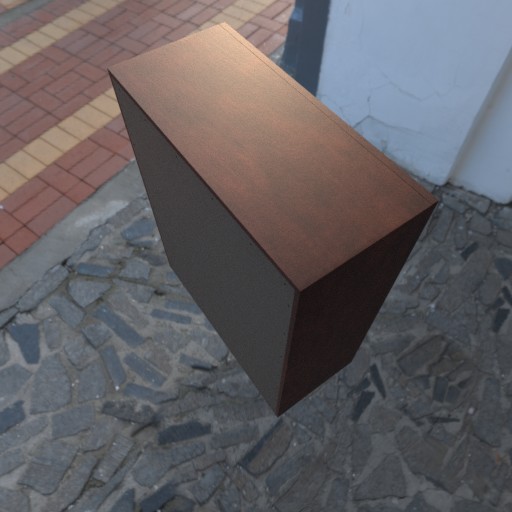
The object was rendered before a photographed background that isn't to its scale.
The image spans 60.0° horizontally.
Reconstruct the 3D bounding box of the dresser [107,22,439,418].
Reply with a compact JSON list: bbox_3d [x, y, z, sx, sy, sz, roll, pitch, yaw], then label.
[{"bbox_3d":[0.000,0.000,2.017,0.506,1.514,1.072,-31,63,-18],"label":"dresser"}]
